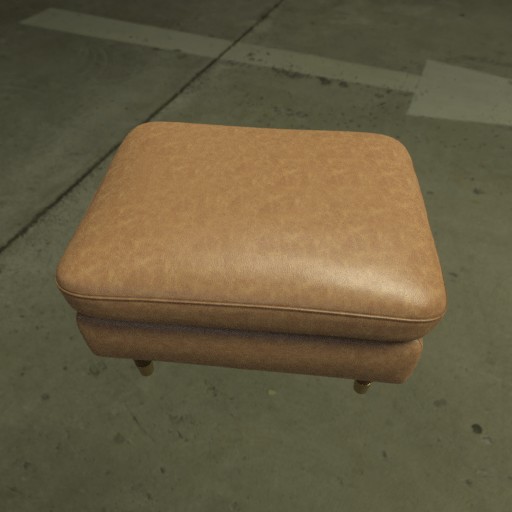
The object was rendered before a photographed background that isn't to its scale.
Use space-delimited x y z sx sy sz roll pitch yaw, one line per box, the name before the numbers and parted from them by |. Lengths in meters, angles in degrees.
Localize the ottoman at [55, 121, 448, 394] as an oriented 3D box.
ottoman | 0.000 0.000 1.107 0.747 0.478 0.593 4 47 3
